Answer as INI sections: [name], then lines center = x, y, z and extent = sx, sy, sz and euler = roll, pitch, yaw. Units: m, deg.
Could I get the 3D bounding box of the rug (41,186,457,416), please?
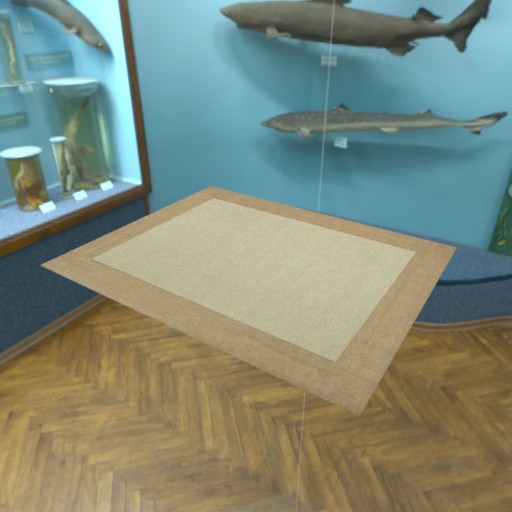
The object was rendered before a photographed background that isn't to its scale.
[rug]
center = 0.000, 0.000, 4.146
extent = 3.048, 0.014, 2.438
euler = 18, 34, 29
